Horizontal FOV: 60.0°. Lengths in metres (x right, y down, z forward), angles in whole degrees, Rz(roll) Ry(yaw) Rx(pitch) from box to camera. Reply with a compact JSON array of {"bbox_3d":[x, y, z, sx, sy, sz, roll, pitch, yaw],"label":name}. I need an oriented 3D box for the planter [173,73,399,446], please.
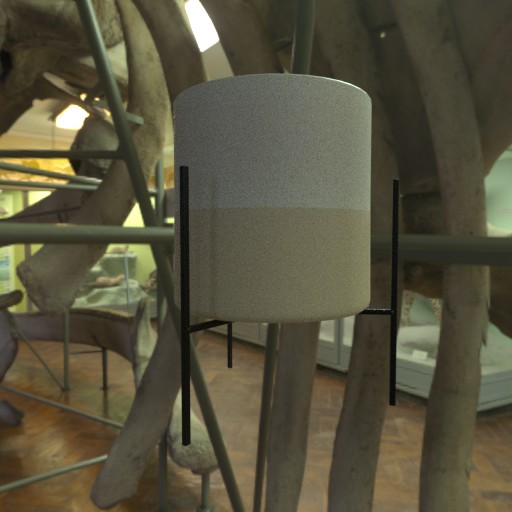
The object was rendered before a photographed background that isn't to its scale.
[{"bbox_3d":[0.000,0.000,0.552,0.263,0.362,0.267,-2,4,-36],"label":"planter"}]
